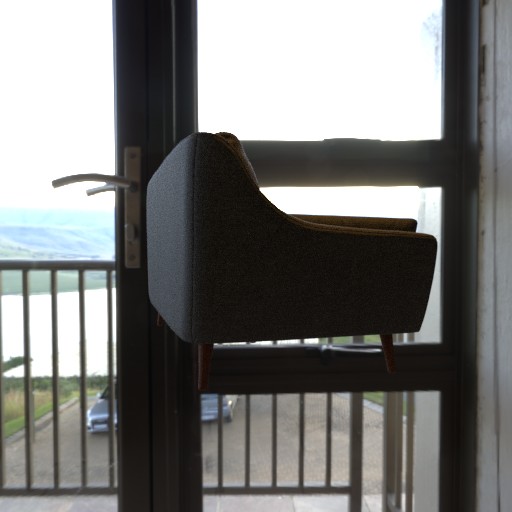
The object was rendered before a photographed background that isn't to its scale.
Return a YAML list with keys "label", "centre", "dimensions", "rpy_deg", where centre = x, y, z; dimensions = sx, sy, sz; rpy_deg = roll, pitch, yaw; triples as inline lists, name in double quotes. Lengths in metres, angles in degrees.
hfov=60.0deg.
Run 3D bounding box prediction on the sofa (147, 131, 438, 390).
- label: "sofa"
  centre: [0.000, 0.000, 2.254]
  dimensions: [0.976, 0.887, 1.646]
  rpy_deg: [-1, 2, -19]
